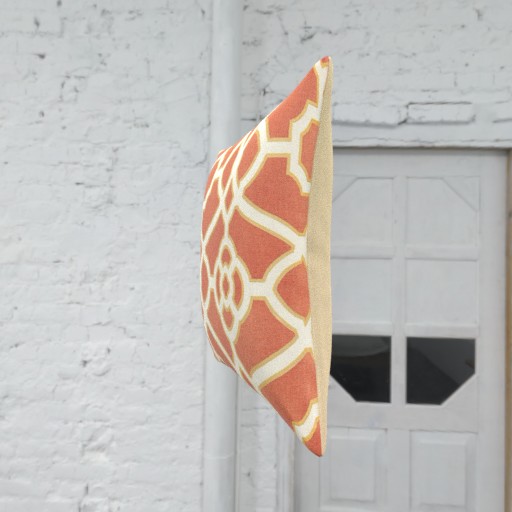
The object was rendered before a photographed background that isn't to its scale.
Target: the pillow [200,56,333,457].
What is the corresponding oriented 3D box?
[{"bbox_3d":[0.000,0.000,0.818,0.166,0.508,0.552,0,0,-18],"label":"pillow"}]
